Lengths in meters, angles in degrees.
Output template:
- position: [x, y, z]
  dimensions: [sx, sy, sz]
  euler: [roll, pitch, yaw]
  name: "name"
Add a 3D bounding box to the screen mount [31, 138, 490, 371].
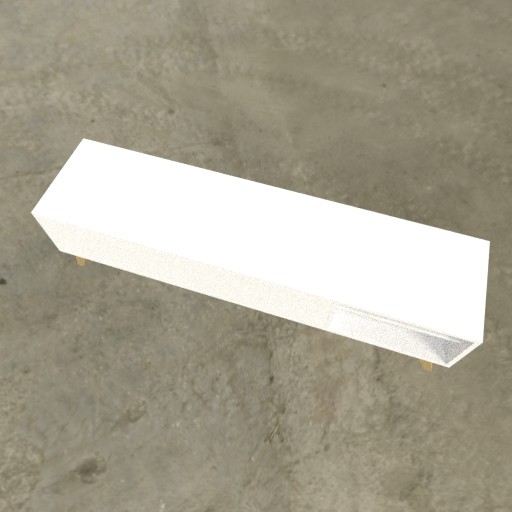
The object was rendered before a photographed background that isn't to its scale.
- position: [0.000, 0.000, 1.818]
  dimensions: [1.644, 0.432, 0.399]
  euler: [16, 61, 9]
  name: "screen mount"
